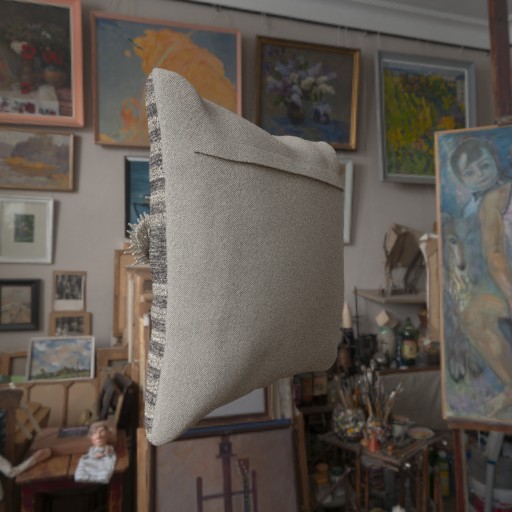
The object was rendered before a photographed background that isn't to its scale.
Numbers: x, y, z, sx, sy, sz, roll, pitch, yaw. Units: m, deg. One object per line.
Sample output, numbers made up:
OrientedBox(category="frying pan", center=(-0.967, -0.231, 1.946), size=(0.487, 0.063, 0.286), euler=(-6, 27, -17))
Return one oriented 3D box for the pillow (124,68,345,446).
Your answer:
OrientedBox(category="pillow", center=(0.000, 0.000, 0.767), size=(0.234, 0.490, 0.484), euler=(0, -1, 36))
